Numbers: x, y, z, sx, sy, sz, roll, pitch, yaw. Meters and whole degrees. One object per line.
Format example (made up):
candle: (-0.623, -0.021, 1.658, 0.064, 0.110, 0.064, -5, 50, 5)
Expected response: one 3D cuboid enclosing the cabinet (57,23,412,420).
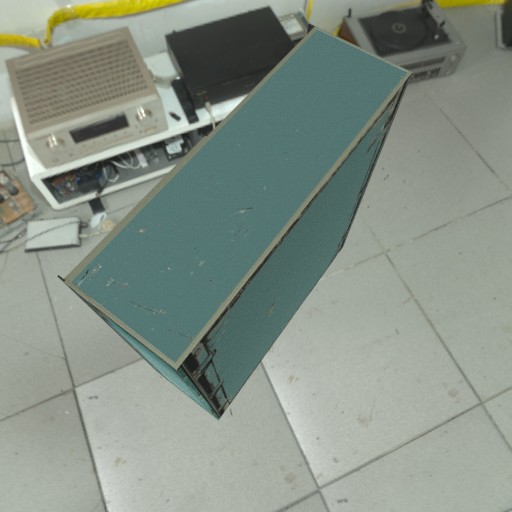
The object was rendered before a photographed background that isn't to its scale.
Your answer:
cabinet: (0.000, 0.000, 3.158, 0.680, 2.160, 2.000, 33, 69, 15)
